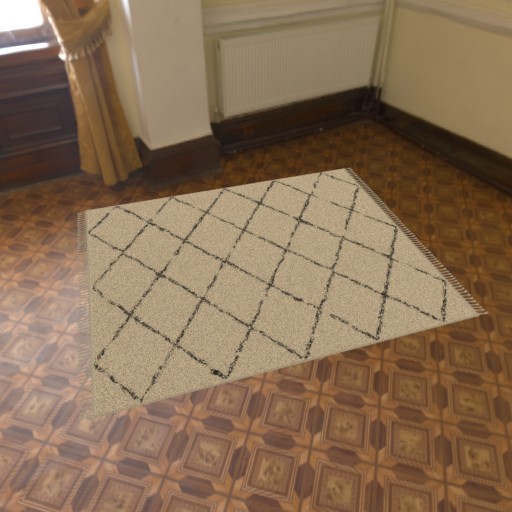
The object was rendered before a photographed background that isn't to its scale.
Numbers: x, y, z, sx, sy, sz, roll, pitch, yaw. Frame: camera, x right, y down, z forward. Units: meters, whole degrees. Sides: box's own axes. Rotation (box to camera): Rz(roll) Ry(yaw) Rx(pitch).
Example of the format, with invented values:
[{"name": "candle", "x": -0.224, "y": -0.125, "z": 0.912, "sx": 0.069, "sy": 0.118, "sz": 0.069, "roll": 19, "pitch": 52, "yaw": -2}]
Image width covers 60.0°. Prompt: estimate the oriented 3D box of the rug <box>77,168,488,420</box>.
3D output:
[{"name": "rug", "x": 0.000, "y": 0.000, "z": 3.966, "sx": 3.051, "sy": 0.013, "sz": 2.380, "roll": -11, "pitch": 42, "yaw": -13}]
